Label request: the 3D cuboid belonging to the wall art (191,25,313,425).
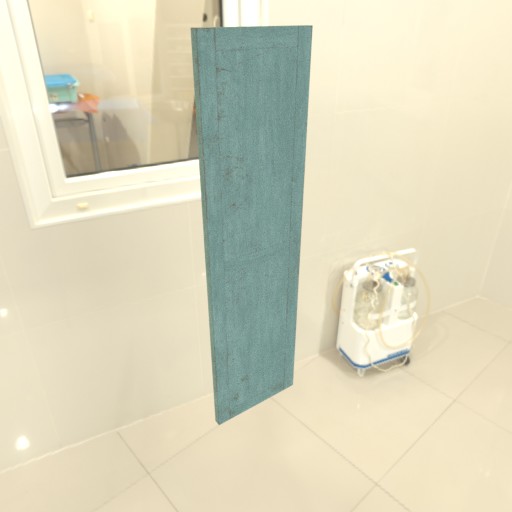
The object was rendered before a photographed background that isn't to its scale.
[{"bbox_3d":[0.000,0.000,1.325,0.329,1.219,0.025,-19,34,-30],"label":"wall art"}]
